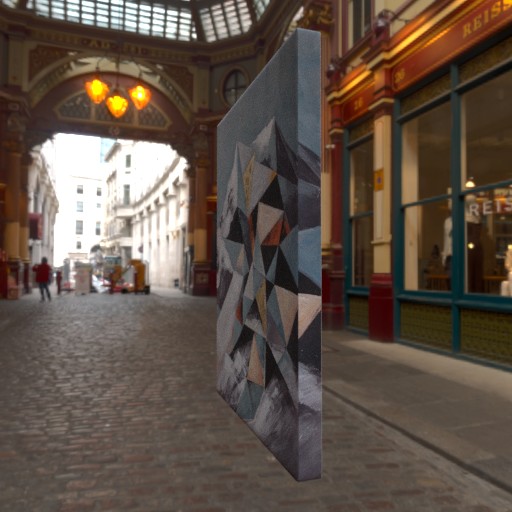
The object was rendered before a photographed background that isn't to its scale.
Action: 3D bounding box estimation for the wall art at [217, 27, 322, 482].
[{"bbox_3d":[0.000,0.000,0.814,0.037,0.613,0.455,0,-1,-19],"label":"wall art"}]
